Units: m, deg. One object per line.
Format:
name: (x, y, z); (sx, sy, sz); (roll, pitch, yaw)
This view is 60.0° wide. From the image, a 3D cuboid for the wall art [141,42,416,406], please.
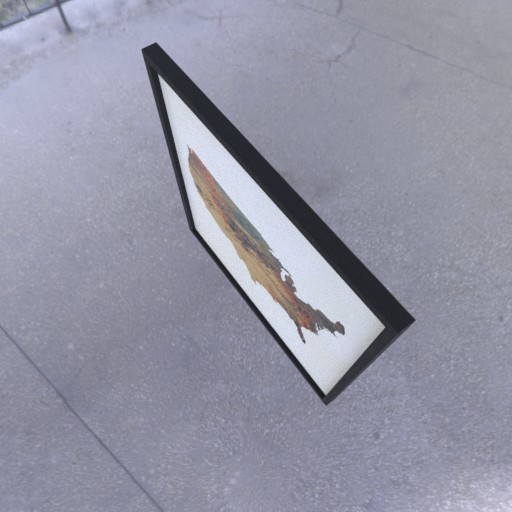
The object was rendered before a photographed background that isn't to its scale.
wall art: (0.000, 0.000, 0.454); (0.015, 0.303, 0.304); (-33, 68, -15)
